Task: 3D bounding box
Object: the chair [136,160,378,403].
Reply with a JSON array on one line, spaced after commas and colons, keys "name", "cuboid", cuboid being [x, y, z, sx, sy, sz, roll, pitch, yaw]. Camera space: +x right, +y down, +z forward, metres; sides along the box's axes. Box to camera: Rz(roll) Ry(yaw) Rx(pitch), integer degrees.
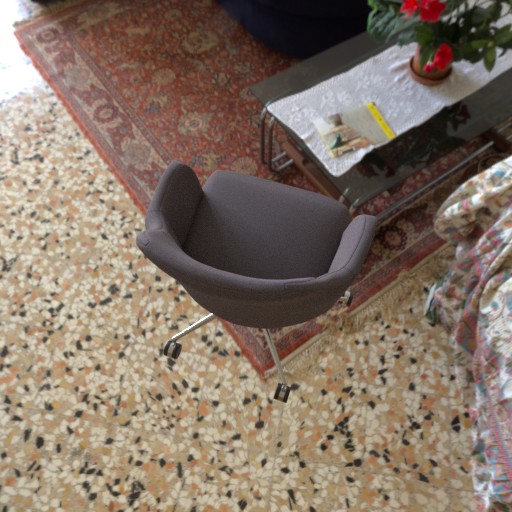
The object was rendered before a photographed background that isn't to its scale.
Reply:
[{"name": "chair", "cuboid": [0.000, 0.000, 1.276, 0.655, 0.820, 0.600, 17, 65, 8]}]
